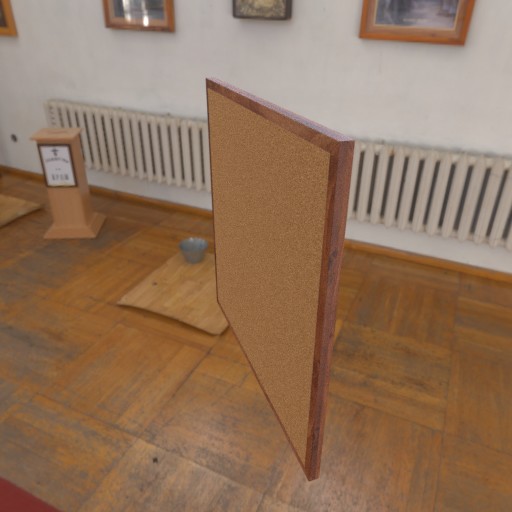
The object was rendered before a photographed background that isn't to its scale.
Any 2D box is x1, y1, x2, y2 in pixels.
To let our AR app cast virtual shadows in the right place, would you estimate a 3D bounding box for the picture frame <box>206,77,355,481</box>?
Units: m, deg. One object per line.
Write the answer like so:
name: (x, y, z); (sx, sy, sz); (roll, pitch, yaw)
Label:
picture frame: (0.000, 0.000, 1.205); (0.029, 0.817, 0.810); (-10, 30, -18)
